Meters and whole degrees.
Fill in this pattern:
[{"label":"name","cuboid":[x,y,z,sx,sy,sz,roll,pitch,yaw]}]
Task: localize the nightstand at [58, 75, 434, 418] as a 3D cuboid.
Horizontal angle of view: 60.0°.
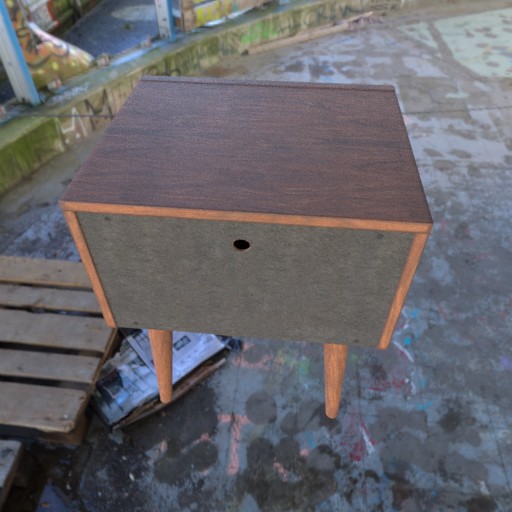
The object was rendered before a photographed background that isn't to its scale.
[{"label":"nightstand","cuboid":[0.000,0.000,0.979,0.521,0.607,0.445,4,45,4]}]
